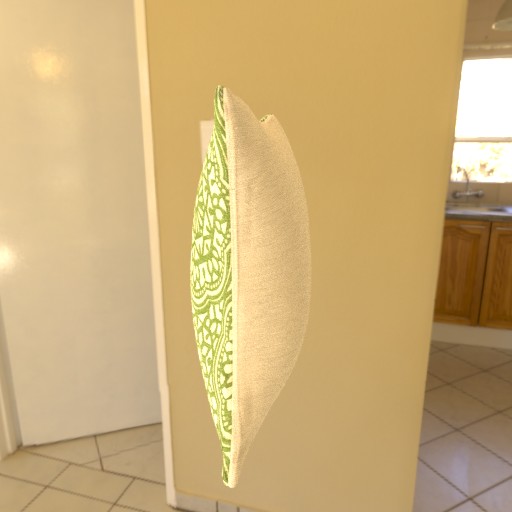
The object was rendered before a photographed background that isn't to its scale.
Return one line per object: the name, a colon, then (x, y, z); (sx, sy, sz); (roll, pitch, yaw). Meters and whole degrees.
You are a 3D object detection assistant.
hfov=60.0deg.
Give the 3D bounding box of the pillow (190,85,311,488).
pillow: (0.000, 0.000, 0.645); (0.162, 0.419, 0.440); (2, 15, 8)
